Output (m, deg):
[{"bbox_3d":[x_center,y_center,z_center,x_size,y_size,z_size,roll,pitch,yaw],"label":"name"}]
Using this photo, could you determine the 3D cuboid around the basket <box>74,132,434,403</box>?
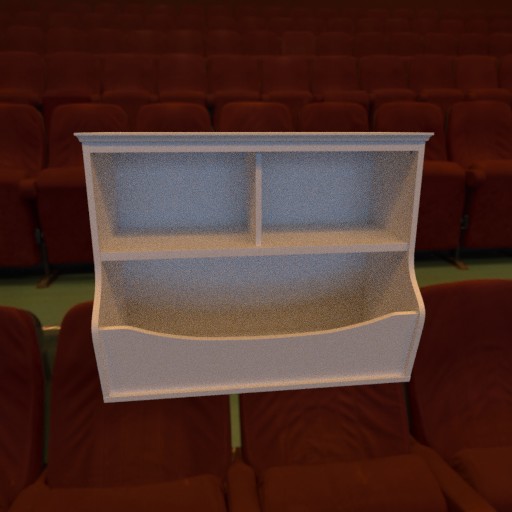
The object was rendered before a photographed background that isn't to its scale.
[{"bbox_3d":[0.000,0.000,1.166,0.792,0.625,0.376,-2,16,-7],"label":"basket"}]
